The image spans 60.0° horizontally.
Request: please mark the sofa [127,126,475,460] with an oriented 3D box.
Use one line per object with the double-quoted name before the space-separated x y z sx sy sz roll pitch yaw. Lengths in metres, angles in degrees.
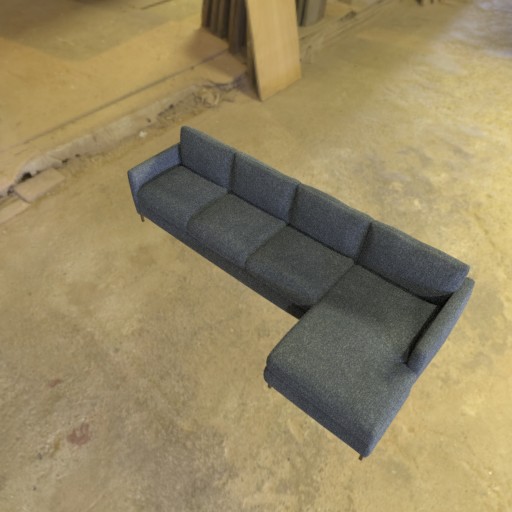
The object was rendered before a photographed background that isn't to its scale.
"sofa" 0.000 0.000 3.497 2.932 0.810 1.350 32 54 27
